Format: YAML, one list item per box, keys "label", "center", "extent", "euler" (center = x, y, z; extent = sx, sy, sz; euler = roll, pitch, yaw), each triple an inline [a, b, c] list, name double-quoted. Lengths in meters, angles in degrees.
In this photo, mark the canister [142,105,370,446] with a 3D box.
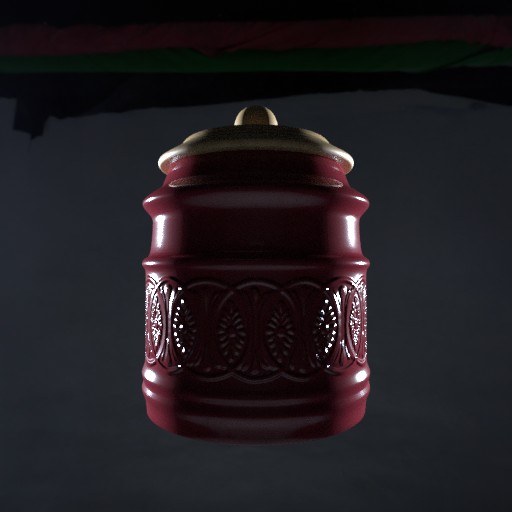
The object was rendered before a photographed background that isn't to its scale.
- label: "canister"
  center: [0.000, 0.000, 0.261]
  extent: [0.130, 0.176, 0.130]
  euler: [0, -1, 0]
